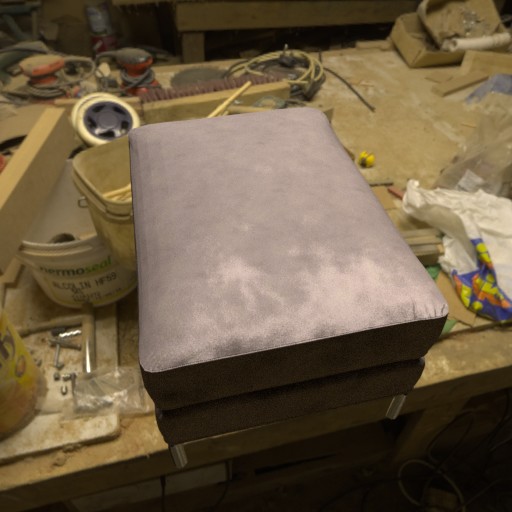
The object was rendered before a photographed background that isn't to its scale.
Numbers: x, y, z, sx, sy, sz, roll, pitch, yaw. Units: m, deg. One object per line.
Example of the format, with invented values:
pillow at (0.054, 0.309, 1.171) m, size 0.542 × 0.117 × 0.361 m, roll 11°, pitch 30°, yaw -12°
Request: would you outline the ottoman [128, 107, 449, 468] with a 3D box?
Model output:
ottoman at (0.000, 0.000, 1.040) m, size 0.520 × 0.456 × 0.719 m, roll -9°, pitch 47°, yaw -9°
